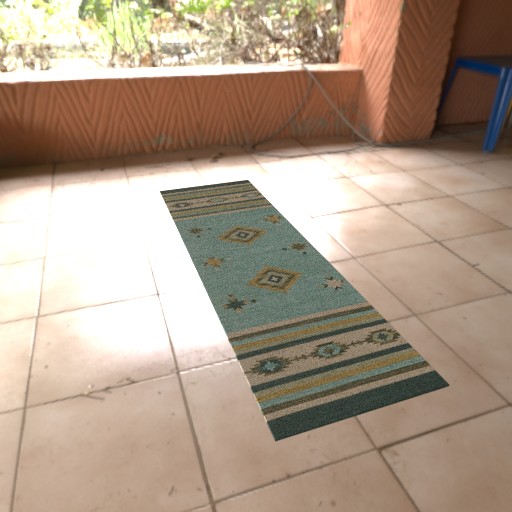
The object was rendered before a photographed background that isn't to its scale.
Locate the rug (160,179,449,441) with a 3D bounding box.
[{"bbox_3d":[0.000,0.000,2.637,0.744,0.010,2.441,-10,32,-17],"label":"rug"}]
